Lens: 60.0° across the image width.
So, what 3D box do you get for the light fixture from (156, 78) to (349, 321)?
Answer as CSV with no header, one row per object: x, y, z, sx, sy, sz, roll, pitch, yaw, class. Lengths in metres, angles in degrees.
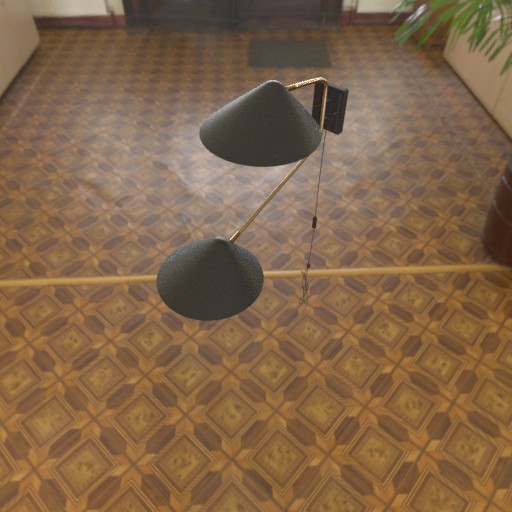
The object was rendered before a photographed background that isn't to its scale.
0.000,0.000,0.861,0.189,0.665,0.422,33,54,28,light fixture
